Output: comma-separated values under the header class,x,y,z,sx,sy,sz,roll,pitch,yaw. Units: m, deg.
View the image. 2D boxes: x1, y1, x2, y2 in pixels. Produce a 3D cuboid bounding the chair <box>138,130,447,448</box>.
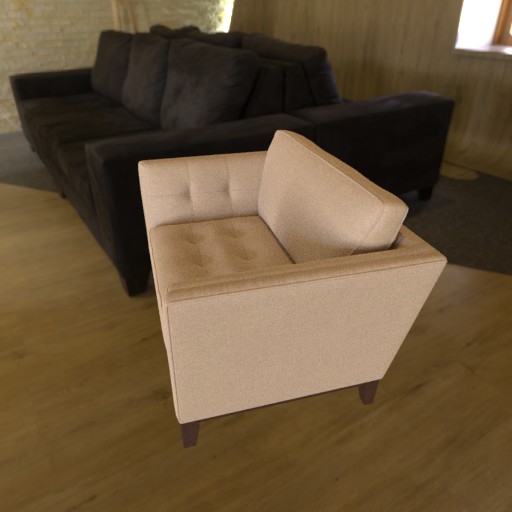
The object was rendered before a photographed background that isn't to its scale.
class,x,y,z,sx,sy,sz,roll,pitch,yaw
chair,0.000,0.000,2.111,0.965,0.940,1.397,-8,30,-14
